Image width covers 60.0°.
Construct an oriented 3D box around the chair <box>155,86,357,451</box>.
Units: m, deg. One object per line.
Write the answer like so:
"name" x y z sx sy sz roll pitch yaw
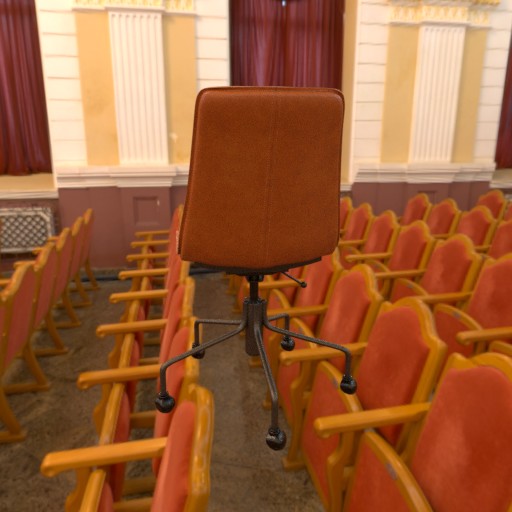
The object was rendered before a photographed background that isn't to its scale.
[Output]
"chair" 0.000 0.000 1.370 0.651 0.920 0.660 -2 15 -9
